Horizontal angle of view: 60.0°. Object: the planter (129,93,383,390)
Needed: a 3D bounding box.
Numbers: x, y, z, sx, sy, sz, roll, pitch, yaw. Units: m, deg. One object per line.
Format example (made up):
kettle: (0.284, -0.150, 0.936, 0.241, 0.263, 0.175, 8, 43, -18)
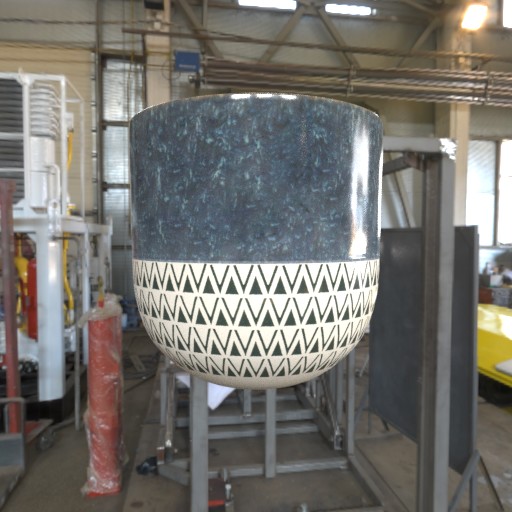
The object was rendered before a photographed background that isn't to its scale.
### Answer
planter: (0.000, 0.000, 0.487, 0.266, 0.270, 0.266, 0, 2, 0)
